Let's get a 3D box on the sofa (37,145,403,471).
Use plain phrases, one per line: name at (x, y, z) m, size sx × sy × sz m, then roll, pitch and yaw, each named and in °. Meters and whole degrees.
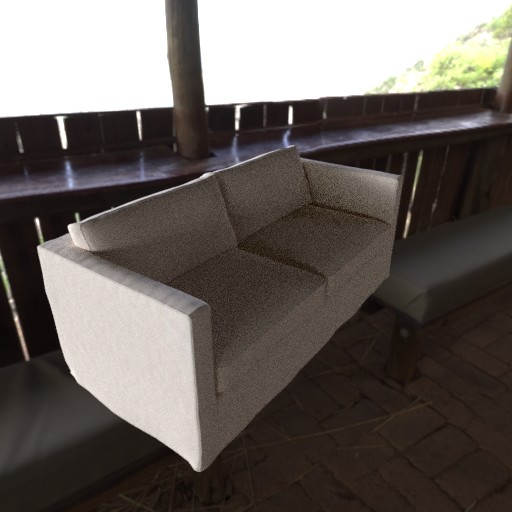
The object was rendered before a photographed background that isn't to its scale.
sofa at (0.000, 0.000, 2.493) m, size 0.940 × 0.870 × 1.987 m, roll 18°, pitch 32°, yaw 32°
